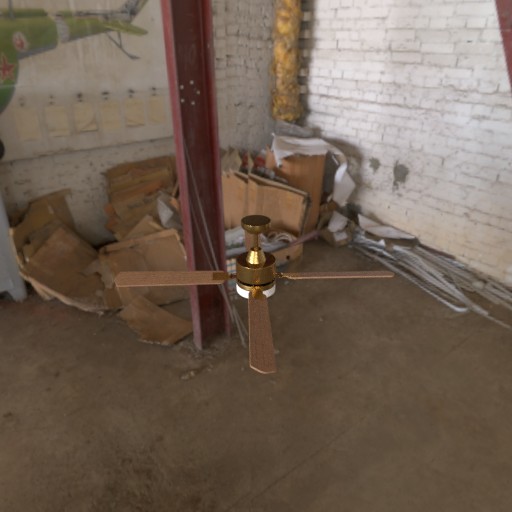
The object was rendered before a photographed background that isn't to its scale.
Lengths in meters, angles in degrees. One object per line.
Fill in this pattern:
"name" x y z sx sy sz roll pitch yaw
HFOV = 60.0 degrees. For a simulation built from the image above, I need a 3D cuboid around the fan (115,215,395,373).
"fan" 0.000 0.000 2.044 1.320 0.355 1.320 -1 27 -2
